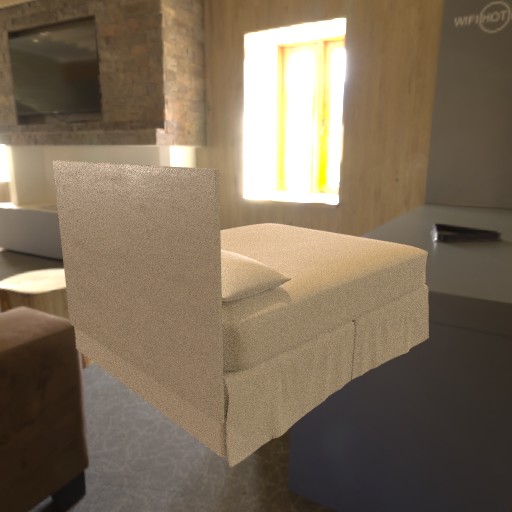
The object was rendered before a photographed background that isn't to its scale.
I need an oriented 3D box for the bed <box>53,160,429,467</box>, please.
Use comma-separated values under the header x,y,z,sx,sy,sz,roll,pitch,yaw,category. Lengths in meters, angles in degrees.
x,y,z,sx,sy,sz,roll,pitch,yaw,category
0.000,0.000,3.135,2.094,1.335,1.745,-13,19,-43,bed
